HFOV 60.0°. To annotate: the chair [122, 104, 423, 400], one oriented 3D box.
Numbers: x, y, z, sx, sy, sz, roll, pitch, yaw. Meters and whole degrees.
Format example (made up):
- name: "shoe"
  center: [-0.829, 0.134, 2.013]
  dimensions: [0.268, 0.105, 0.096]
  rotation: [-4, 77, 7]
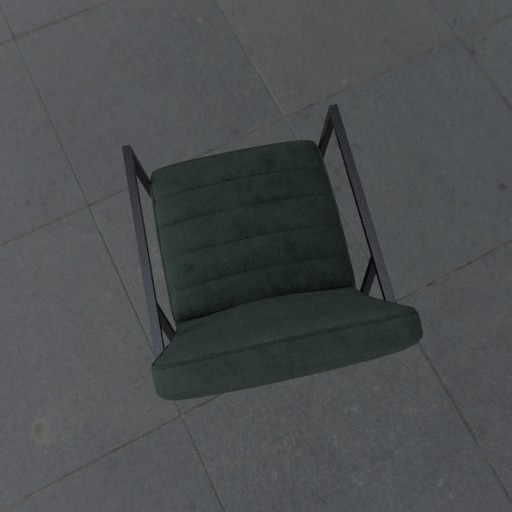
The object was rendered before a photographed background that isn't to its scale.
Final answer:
- name: "chair"
  center: [0.000, 0.000, 1.271]
  dimensions: [0.571, 0.833, 0.677]
  rotation: [-12, 76, -3]
